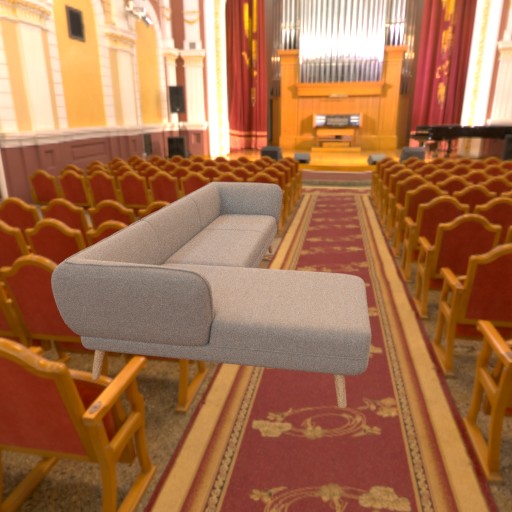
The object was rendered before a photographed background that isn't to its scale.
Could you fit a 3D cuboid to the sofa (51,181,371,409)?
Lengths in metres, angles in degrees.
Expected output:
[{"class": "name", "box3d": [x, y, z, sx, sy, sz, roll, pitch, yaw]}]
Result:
[{"class": "sofa", "box3d": [0.000, 0.000, 3.286, 1.532, 0.693, 2.653, 3, 18, 10]}]
